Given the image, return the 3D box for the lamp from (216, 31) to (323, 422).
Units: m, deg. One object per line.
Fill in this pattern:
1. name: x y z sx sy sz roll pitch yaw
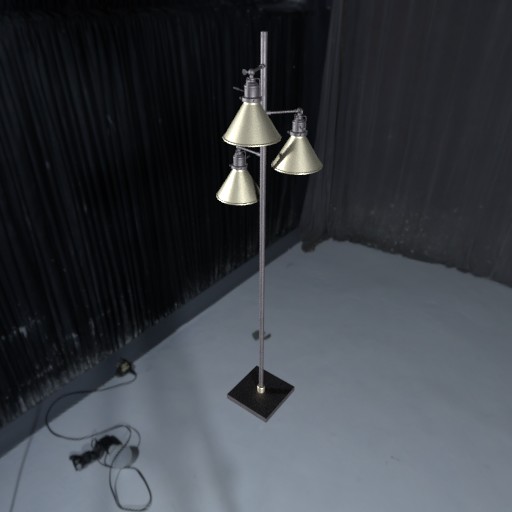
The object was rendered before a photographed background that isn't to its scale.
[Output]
1. lamp: 0.000 0.000 1.888 0.415 1.716 0.428 22 38 31
